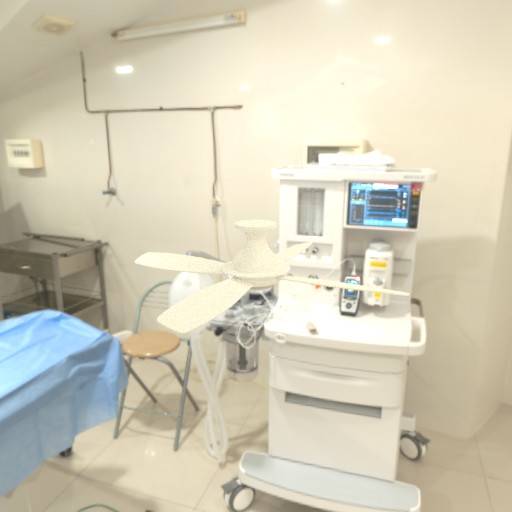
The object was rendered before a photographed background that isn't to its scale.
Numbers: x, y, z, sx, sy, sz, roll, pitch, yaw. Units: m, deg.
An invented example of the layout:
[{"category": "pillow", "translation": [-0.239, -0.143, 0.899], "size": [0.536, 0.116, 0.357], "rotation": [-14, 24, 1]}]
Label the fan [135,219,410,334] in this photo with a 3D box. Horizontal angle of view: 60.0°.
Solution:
[{"category": "fan", "translation": [0.000, 0.000, 2.540], "size": [1.693, 0.382, 1.694], "rotation": [7, 16, 25]}]
